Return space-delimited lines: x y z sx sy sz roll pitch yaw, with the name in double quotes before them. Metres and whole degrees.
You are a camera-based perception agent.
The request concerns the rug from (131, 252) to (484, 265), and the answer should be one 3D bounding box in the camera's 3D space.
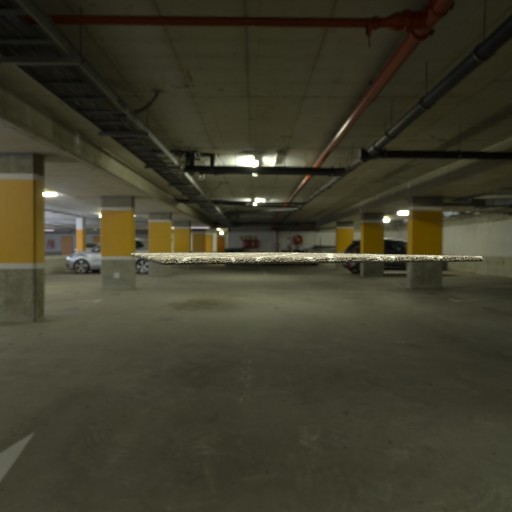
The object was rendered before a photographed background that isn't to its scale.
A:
"rug" 0.000 0.000 3.484 1.778 0.030 2.743 0 1 -18
